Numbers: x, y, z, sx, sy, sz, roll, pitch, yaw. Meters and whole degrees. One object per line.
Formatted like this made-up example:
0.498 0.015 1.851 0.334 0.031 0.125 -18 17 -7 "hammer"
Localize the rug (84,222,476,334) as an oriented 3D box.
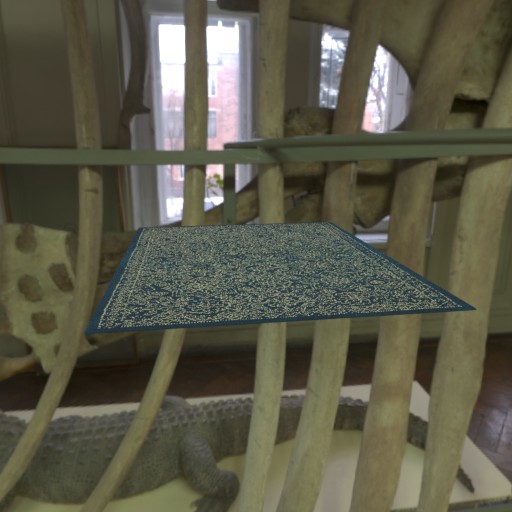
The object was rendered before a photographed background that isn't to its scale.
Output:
0.000 0.000 4.141 2.438 0.010 3.048 -2 15 -8 "rug"
